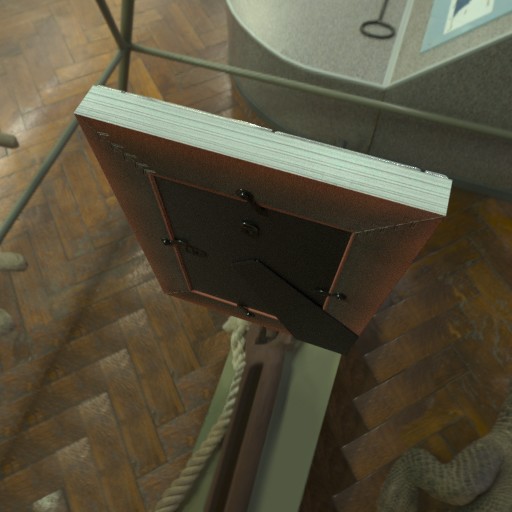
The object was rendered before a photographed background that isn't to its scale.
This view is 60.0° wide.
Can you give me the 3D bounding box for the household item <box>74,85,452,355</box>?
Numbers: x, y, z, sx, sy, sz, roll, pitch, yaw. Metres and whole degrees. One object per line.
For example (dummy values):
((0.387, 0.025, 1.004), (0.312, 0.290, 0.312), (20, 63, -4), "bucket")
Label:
((0.000, 0.000, 0.286), (0.165, 0.216, 0.025), (17, 65, 8), "household item")
